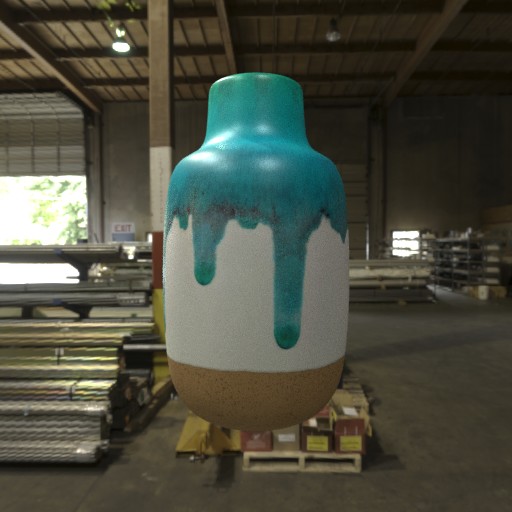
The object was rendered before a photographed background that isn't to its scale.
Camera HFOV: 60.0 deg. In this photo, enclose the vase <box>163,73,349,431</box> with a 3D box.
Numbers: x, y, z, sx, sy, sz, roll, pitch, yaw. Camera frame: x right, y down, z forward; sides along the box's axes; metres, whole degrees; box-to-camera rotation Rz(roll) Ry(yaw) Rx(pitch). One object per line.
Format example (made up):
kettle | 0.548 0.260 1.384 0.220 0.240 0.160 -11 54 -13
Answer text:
vase | 0.000 0.000 0.257 0.106 0.192 0.106 0 1 0
